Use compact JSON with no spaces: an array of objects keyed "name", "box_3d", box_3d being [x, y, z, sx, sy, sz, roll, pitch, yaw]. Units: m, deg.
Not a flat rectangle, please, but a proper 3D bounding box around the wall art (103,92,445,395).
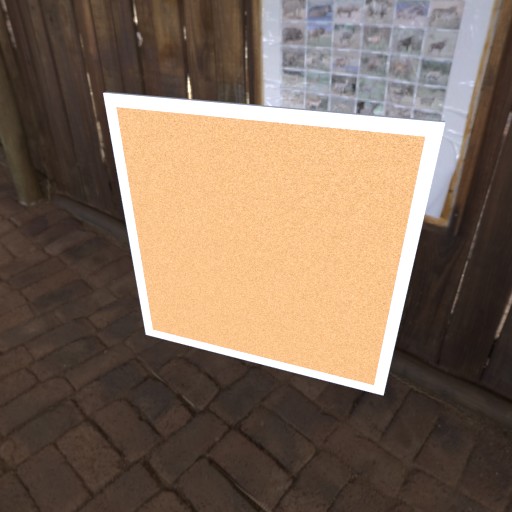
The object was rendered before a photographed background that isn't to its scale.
[{"name":"wall art","box_3d":[0.000,0.000,0.844,0.558,0.559,0.009,11,34,16]}]
